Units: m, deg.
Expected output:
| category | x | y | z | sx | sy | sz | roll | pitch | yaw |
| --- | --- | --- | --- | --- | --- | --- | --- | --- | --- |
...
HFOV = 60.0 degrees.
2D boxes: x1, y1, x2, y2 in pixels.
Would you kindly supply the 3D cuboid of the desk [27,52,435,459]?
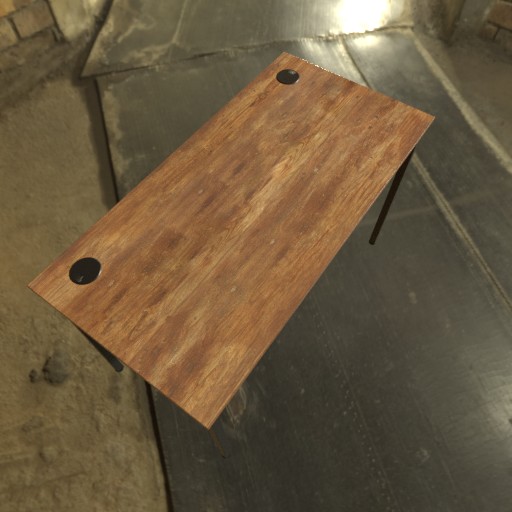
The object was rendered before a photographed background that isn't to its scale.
| category | x | y | z | sx | sy | sz | roll | pitch | yaw |
| --- | --- | --- | --- | --- | --- | --- | --- | --- | --- |
| desk | 0.000 | 0.000 | 1.624 | 0.600 | 0.749 | 1.200 | 32 | 64 | 17 |
